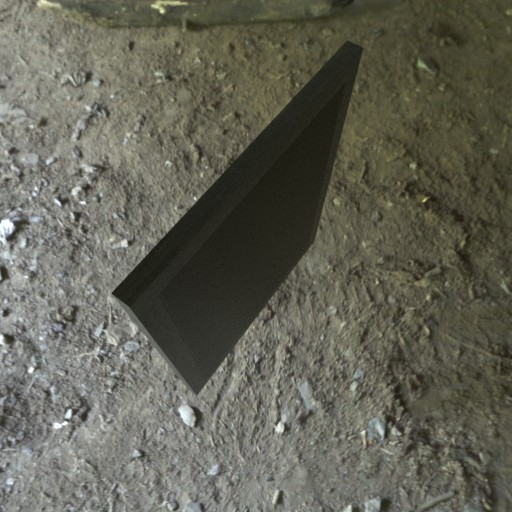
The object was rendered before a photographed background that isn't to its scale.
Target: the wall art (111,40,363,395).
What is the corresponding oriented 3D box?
[{"bbox_3d":[0.000,0.000,0.805,0.027,0.580,0.479,33,68,15],"label":"wall art"}]
